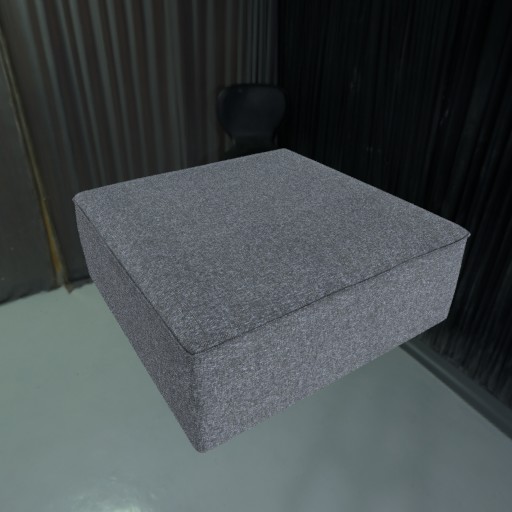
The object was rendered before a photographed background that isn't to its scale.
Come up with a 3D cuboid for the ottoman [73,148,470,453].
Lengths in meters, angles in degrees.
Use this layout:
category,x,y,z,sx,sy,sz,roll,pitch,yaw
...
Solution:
category,x,y,z,sx,sy,sz,roll,pitch,yaw
ottoman,0.000,0.000,1.611,1.017,0.423,1.021,-19,36,-27
